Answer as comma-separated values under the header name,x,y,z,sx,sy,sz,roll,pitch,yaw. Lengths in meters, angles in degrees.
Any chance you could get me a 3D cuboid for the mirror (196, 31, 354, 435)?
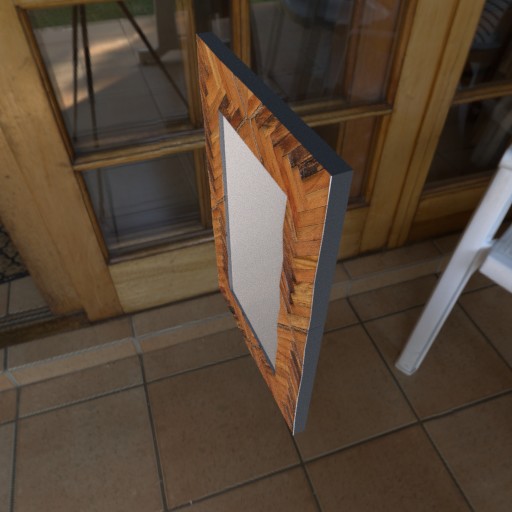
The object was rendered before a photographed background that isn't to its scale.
name,x,y,z,sx,sy,sz,roll,pitch,yaw
mirror,0.000,0.000,1.160,0.044,0.912,0.606,-18,48,-16
